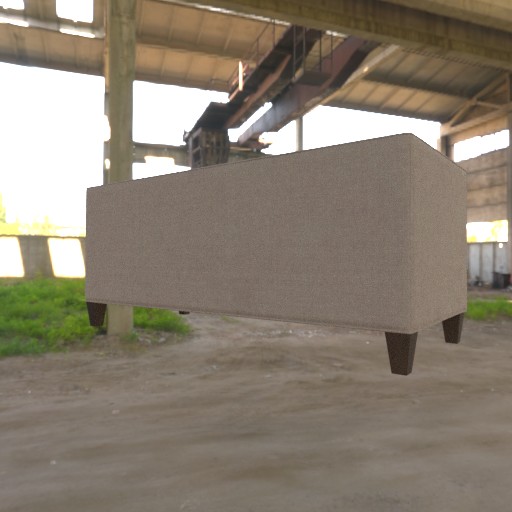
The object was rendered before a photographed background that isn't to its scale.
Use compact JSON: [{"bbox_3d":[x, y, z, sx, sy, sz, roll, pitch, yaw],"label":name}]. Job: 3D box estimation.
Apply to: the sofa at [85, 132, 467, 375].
[{"bbox_3d":[0.000,0.000,2.195,1.778,0.762,0.775,0,-1,37],"label":"sofa"}]
